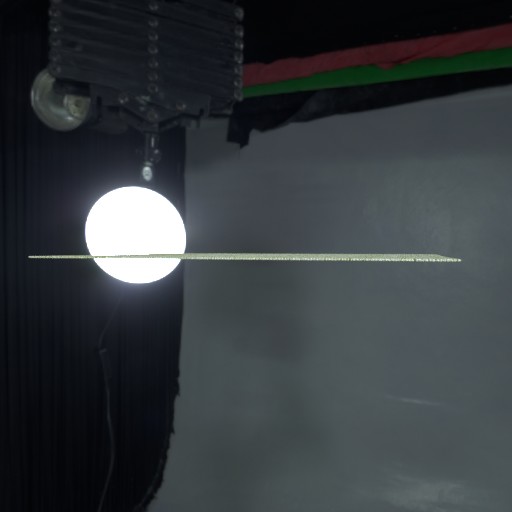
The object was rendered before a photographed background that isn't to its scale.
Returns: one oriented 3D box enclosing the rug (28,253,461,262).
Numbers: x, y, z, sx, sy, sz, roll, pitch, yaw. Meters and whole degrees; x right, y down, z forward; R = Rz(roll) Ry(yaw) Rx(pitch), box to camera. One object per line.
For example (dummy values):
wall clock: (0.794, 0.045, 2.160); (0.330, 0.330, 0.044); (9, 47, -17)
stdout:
rug: (0.000, 0.000, 2.219); (1.758, 0.010, 1.143); (0, 1, 18)
